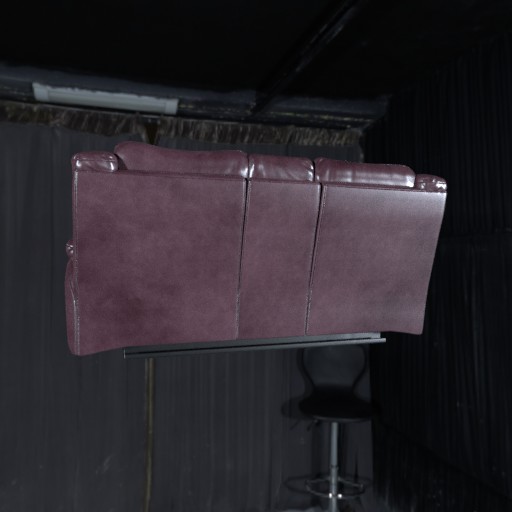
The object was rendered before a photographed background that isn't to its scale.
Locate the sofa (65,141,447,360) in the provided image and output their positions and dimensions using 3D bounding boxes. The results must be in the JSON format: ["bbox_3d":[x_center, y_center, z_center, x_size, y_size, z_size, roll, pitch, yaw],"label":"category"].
[{"bbox_3d":[0.000,0.000,2.616,2.058,1.043,0.991,0,-1,-18],"label":"sofa"}]
